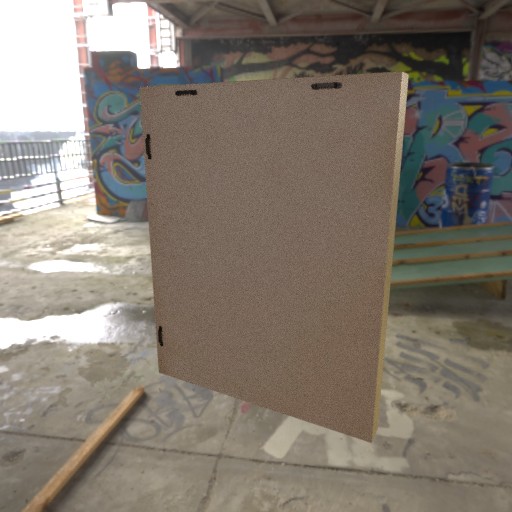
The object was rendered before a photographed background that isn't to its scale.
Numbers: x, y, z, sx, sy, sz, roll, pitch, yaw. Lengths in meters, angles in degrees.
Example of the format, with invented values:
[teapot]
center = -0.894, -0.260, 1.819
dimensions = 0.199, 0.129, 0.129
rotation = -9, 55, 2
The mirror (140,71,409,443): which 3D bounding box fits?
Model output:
[mirror]
center = 0.000, 0.000, 0.689
dimensions = 0.405, 0.508, 0.041
rotation = 9, 18, 28
